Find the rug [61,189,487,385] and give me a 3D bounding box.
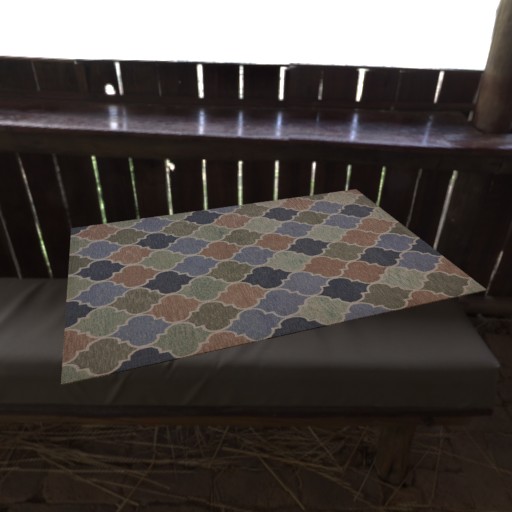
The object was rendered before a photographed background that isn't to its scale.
[{"bbox_3d":[0.000,0.000,2.856,2.284,0.006,1.521,-10,33,-15],"label":"rug"}]
